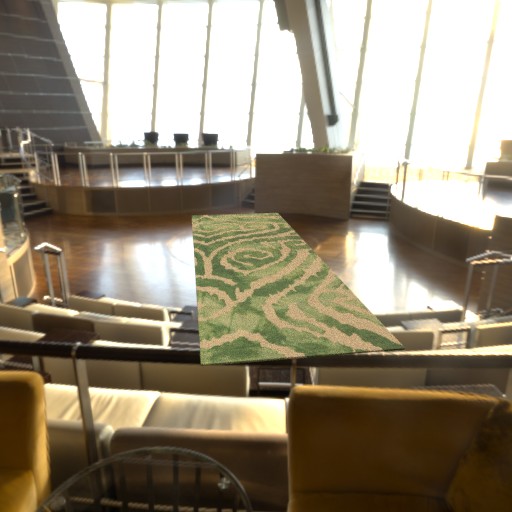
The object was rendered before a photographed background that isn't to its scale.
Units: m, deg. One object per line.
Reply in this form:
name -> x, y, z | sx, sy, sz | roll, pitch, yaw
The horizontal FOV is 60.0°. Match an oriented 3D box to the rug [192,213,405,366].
rug -> 0.000, 0.000, 2.753 | 0.761, 0.006, 2.438 | -3, 18, -8
